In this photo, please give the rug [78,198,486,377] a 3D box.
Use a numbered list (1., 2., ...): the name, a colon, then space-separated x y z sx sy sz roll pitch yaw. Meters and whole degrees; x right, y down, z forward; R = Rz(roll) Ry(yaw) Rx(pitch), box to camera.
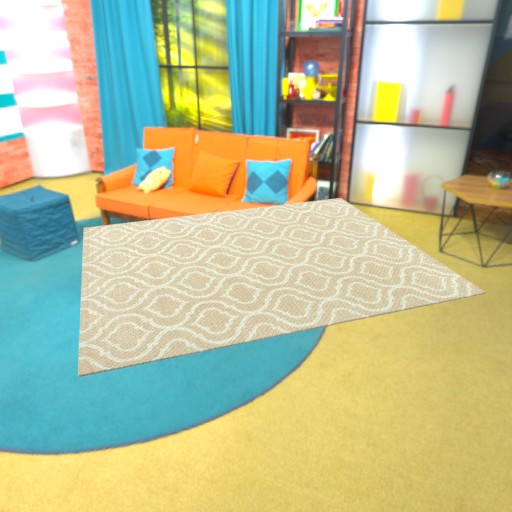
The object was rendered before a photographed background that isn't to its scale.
1. rug: 0.000 0.000 3.900 2.894 0.013 2.286 -8 28 -16
